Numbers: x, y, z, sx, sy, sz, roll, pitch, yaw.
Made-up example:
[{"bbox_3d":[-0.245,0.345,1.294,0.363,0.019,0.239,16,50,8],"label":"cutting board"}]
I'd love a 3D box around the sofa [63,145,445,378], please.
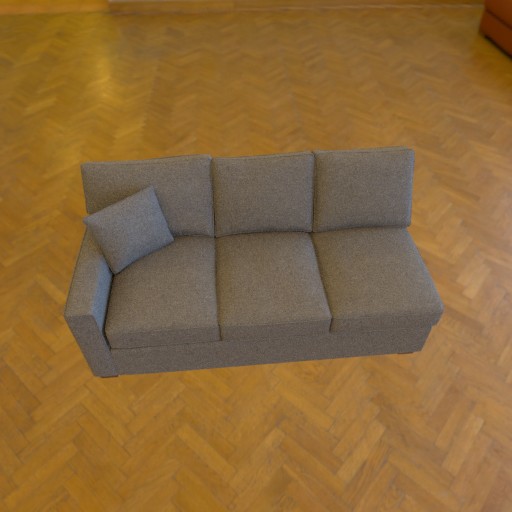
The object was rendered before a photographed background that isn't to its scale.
[{"bbox_3d":[0.000,0.000,2.638,1.963,0.946,1.034,-4,45,-4],"label":"sofa"}]
